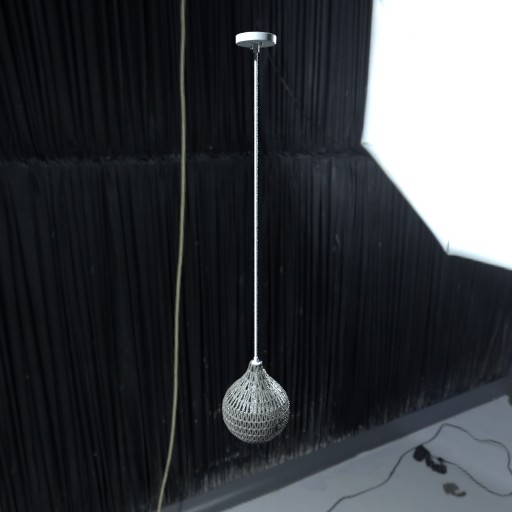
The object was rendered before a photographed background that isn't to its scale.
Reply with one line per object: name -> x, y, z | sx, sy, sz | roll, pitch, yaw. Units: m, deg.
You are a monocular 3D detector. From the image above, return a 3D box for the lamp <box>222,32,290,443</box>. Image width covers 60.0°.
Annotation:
lamp -> 0.000, 0.000, 2.124 | 0.355, 1.919, 0.355 | -8, 17, -26
